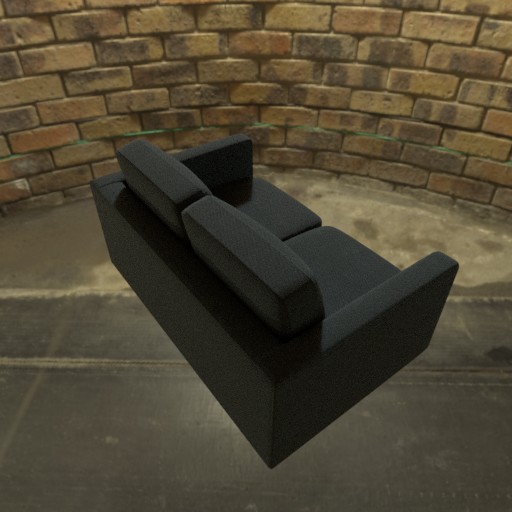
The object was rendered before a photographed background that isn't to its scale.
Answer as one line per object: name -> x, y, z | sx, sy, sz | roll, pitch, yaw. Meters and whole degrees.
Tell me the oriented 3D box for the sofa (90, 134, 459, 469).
sofa -> 0.000, 0.000, 2.174 | 0.999, 0.930, 1.518 | -26, 46, -27
